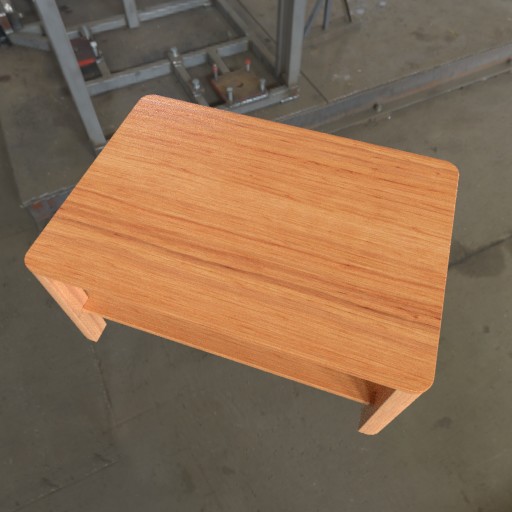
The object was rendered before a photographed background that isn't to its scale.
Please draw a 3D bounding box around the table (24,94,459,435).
[{"bbox_3d":[0.000,0.000,1.361,0.997,0.445,0.696,16,59,10],"label":"table"}]
